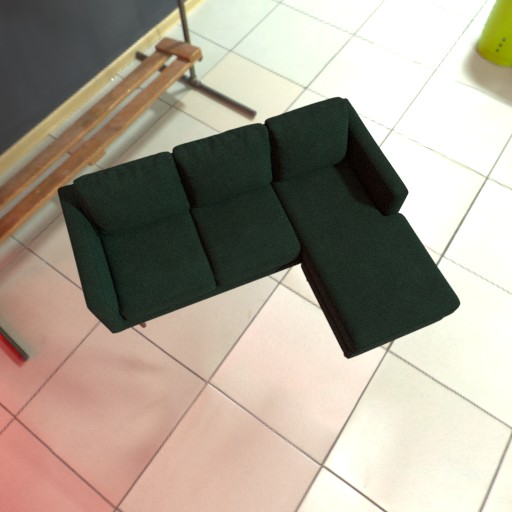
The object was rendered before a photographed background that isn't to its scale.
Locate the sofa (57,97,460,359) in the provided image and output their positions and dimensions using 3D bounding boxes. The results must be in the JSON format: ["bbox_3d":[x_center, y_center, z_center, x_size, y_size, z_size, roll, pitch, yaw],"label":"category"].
[{"bbox_3d":[0.000,0.000,2.802,2.030,0.899,1.580,-20,66,-10],"label":"sofa"}]
